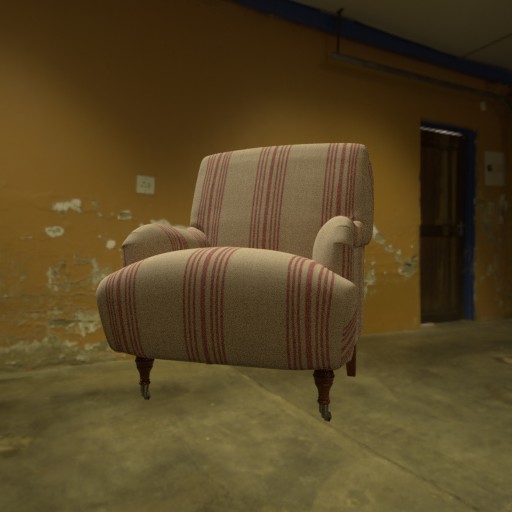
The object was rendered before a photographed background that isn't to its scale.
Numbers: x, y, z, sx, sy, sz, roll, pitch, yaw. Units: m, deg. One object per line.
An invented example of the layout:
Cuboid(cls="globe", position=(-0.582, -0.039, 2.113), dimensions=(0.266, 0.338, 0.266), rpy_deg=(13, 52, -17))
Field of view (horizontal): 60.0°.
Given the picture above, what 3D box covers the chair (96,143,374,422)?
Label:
Cuboid(cls="chair", position=(0.000, 0.000, 1.898), dimensions=(0.933, 1.123, 1.058), rpy_deg=(0, 0, 19))
